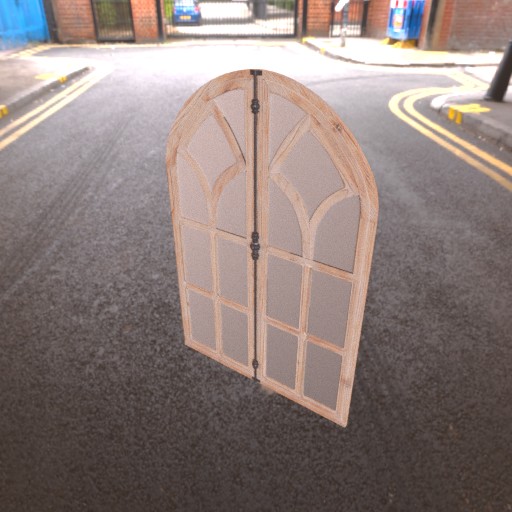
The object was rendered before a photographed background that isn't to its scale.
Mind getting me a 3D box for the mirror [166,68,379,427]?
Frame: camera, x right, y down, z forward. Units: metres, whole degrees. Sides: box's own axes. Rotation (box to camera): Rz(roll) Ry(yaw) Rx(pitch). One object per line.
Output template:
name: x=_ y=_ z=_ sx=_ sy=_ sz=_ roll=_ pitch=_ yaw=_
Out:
mirror: x=0.000 y=0.000 z=1.171 sx=0.609 sy=0.915 sz=0.032 roll=19 pitch=35 yaw=30
